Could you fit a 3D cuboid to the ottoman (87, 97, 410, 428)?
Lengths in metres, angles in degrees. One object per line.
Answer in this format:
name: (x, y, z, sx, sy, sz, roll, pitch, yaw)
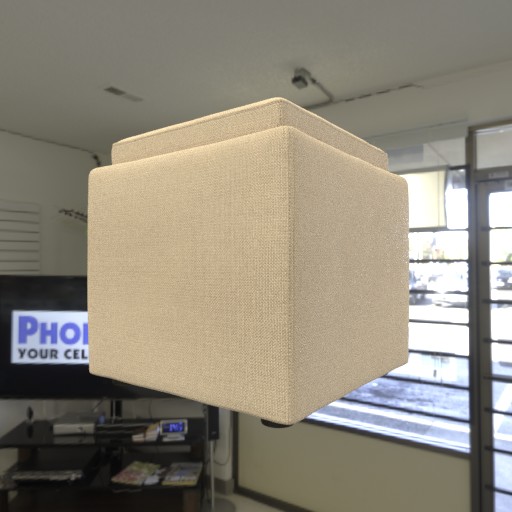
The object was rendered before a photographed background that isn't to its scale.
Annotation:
ottoman: (0.000, 0.000, 0.842, 0.450, 0.460, 0.451, -1, -1, 37)
